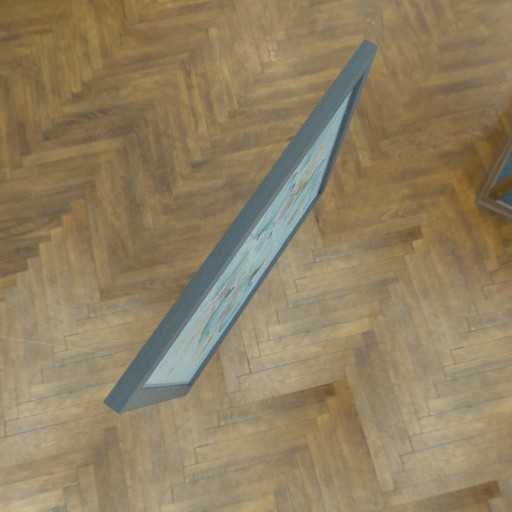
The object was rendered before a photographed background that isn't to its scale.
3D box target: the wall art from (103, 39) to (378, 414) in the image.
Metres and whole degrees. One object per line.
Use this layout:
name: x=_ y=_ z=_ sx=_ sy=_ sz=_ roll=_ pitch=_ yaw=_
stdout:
wall art: x=0.000 y=0.000 z=0.899 sx=0.026 sy=0.558 sz=0.660 roll=33 pitch=77 yaw=8
